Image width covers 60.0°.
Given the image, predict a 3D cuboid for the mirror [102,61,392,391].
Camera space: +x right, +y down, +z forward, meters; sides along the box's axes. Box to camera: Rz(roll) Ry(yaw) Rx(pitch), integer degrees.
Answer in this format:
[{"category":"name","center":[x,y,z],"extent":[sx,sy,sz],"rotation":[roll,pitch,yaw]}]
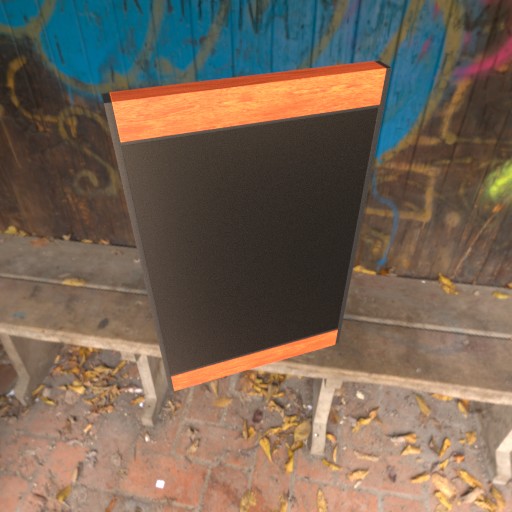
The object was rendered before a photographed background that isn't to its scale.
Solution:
[{"category":"mirror","center":[0.000,0.000,1.051],"extent":[0.525,0.823,0.047],"rotation":[-13,42,-14]}]
